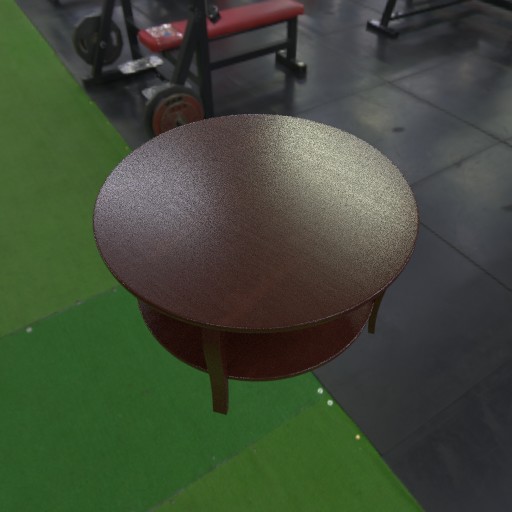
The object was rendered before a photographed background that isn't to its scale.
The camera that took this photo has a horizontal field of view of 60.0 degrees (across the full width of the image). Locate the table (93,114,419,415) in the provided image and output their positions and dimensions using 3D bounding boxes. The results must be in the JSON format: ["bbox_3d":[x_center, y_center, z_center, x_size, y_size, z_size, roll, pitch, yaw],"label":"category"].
[{"bbox_3d":[0.000,0.000,1.457,0.911,0.512,0.911,0,47,0],"label":"table"}]
